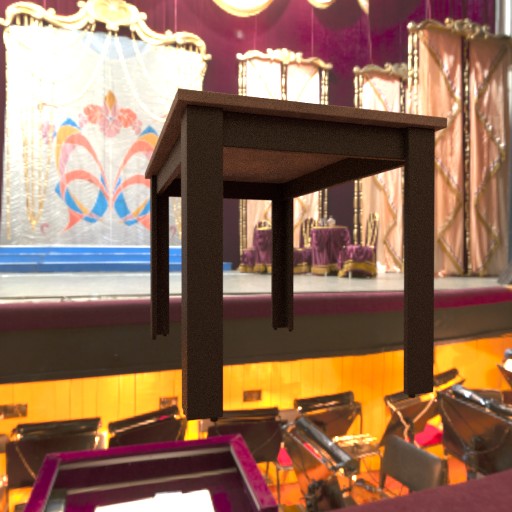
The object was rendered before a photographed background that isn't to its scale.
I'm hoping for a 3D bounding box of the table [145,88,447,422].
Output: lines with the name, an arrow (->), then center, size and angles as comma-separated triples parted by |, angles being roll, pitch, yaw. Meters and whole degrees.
table -> 0.000, 0.000, 1.580 | 0.700, 0.734, 1.100 | 0, 1, -18
